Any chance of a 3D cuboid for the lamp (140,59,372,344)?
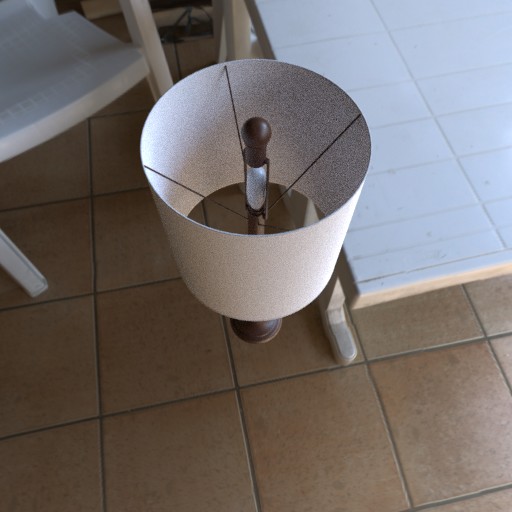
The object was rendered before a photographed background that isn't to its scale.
[{"bbox_3d":[0.000,0.000,0.724,0.250,0.597,0.250,-16,63,-8],"label":"lamp"}]
